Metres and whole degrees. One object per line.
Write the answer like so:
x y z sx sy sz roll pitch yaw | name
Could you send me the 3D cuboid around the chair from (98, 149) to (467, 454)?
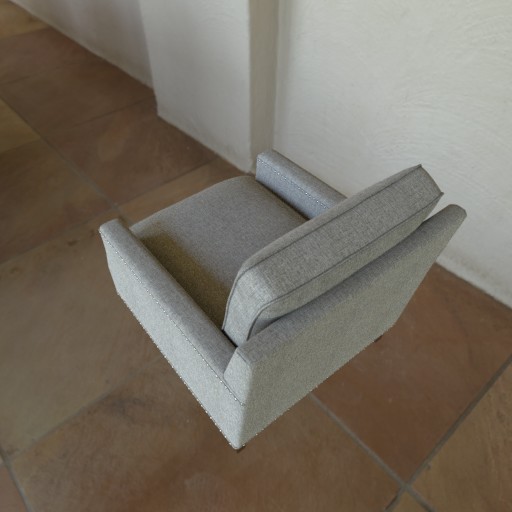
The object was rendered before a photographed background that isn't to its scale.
0.000 0.000 1.669 0.853 0.943 1.014 -30 53 -26 | chair
